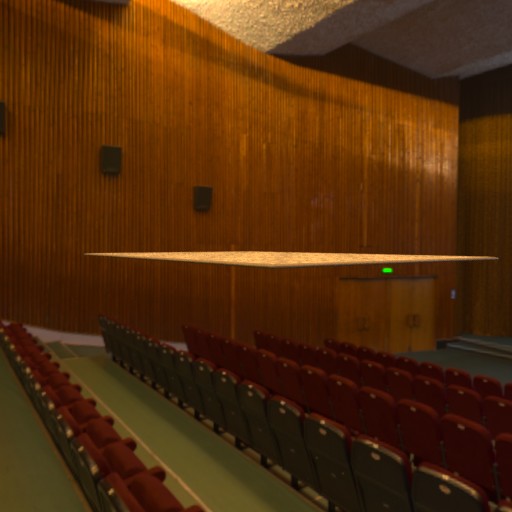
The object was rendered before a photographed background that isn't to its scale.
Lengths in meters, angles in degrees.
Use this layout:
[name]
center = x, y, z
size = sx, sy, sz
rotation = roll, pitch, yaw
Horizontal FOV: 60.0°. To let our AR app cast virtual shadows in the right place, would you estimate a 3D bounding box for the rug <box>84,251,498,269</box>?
[rug]
center = 0.000, 0.000, 2.280
size = 1.224, 0.012, 1.847
rotation = -1, 2, -36
